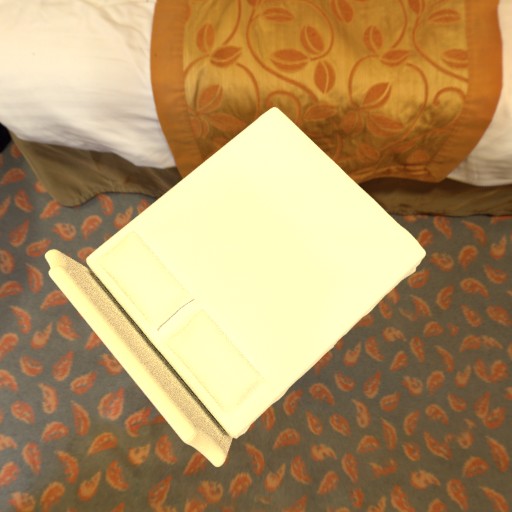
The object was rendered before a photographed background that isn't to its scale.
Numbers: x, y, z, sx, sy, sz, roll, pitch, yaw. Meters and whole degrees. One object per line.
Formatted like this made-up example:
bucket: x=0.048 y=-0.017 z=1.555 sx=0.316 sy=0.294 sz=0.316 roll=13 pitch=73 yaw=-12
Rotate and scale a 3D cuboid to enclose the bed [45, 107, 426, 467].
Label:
bed: x=0.000 y=0.000 z=4.170 sx=2.773 sy=1.590 sz=2.350 roll=-41 pitch=79 yaw=-10
